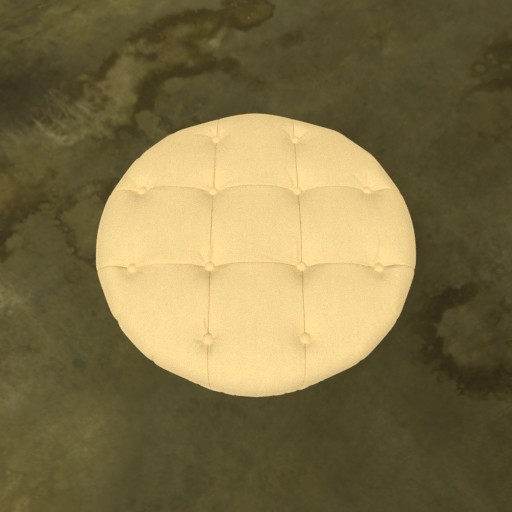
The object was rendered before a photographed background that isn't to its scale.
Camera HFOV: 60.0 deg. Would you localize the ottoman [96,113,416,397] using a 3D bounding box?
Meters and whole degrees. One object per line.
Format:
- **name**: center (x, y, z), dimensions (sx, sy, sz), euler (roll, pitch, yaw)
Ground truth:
- **ottoman**: center (0.000, 0.000, 1.399), dimensions (0.901, 0.439, 0.901), euler (0, 64, 0)
